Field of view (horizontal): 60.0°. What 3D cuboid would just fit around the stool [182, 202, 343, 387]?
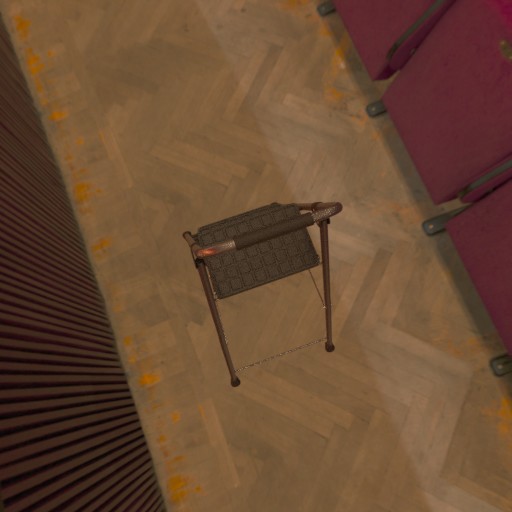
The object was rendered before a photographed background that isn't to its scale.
[{"bbox_3d":[0.000,0.000,1.445,0.473,1.121,0.733,-19,75,-5],"label":"stool"}]
